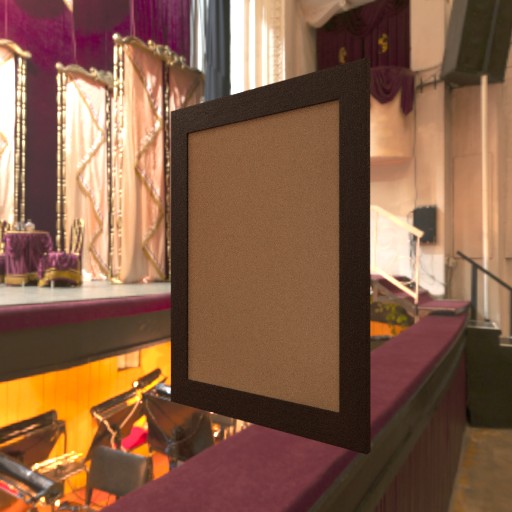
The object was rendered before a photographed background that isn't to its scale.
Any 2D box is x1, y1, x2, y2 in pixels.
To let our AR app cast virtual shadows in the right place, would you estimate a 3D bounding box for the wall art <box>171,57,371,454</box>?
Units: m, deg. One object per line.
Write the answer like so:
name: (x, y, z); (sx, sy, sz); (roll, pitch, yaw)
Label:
wall art: (0.000, 0.000, 0.676); (0.359, 0.508, 0.013); (0, 0, 36)
